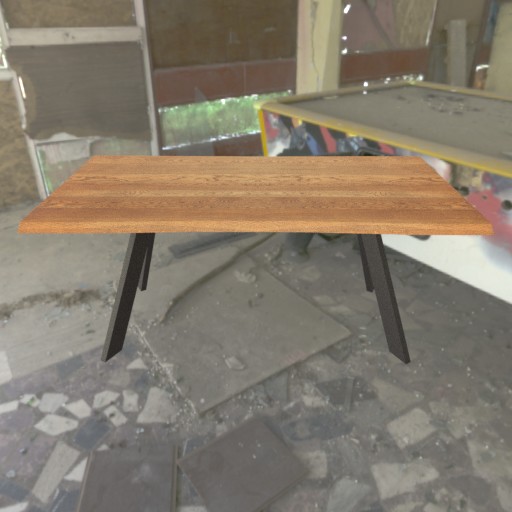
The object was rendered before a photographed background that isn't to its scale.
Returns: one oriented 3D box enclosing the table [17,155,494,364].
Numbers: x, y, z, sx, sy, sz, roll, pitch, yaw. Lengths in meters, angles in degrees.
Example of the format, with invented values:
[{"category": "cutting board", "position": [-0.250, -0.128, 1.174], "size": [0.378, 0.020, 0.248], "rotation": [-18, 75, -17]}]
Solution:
[{"category": "table", "position": [0.000, 0.000, 2.231], "size": [1.800, 0.770, 0.900], "rotation": [0, 29, 0]}]
